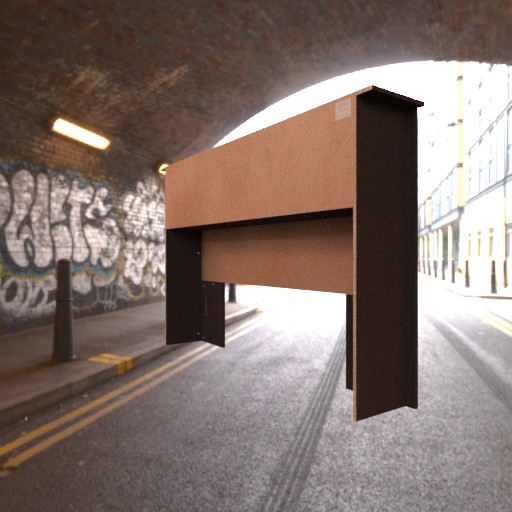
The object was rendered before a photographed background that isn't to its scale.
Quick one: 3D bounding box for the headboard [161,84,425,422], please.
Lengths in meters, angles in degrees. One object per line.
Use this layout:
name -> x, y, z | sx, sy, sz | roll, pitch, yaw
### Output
headboard -> 0.000, 0.000, 2.169 | 0.279, 1.092, 1.671 | 0, 0, -35
